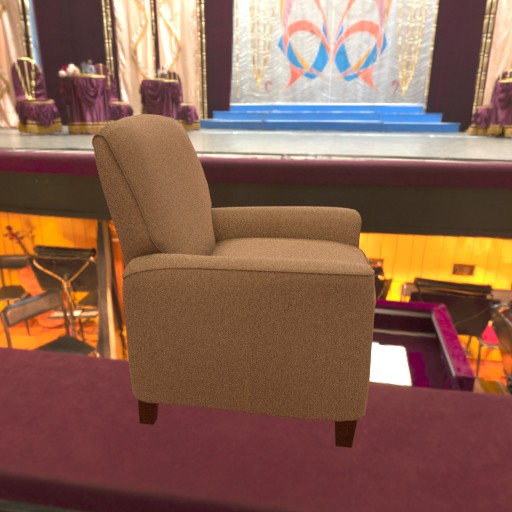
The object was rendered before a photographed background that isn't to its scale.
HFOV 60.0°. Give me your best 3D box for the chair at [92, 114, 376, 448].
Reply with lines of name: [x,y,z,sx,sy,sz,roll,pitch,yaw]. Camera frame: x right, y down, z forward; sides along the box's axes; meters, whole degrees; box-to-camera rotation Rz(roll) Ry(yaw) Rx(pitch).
chair: [0.000,0.000,1.665,0.864,1.014,0.848,3,19,9]
